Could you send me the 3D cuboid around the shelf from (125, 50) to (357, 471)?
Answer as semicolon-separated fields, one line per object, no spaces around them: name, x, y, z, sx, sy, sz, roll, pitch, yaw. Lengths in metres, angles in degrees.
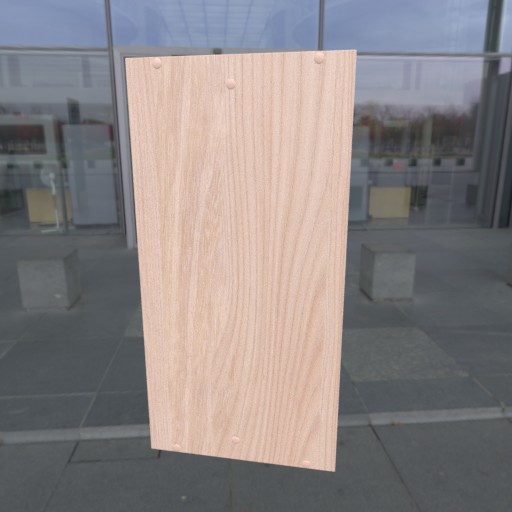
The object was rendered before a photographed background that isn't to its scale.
shelf;0.000;0.000;0.766;0.297;0.594;0.290;3;14;10
